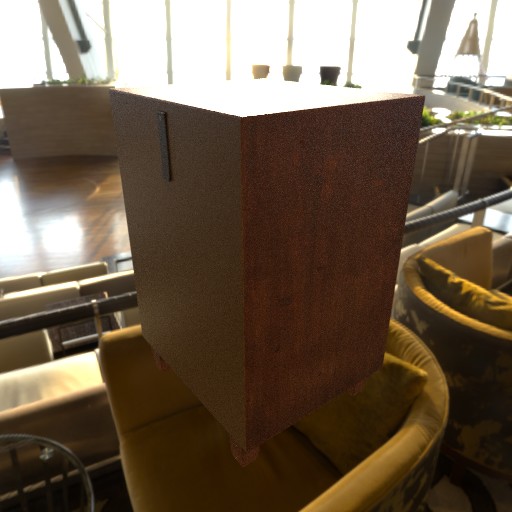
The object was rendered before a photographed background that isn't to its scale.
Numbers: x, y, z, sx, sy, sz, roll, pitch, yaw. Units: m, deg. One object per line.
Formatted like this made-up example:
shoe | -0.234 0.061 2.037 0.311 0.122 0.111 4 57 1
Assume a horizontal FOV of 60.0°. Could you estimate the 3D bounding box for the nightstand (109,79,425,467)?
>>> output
nightstand | 0.000 0.000 0.995 0.410 0.695 0.465 -18 31 -33
